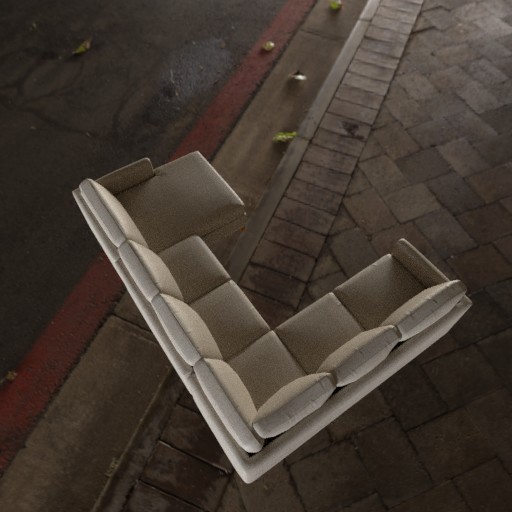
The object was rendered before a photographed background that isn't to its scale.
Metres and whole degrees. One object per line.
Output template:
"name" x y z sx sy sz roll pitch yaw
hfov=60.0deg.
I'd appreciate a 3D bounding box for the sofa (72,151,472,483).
"sofa" 0.000 0.000 4.695 2.594 0.961 3.460 -30 62 -18
